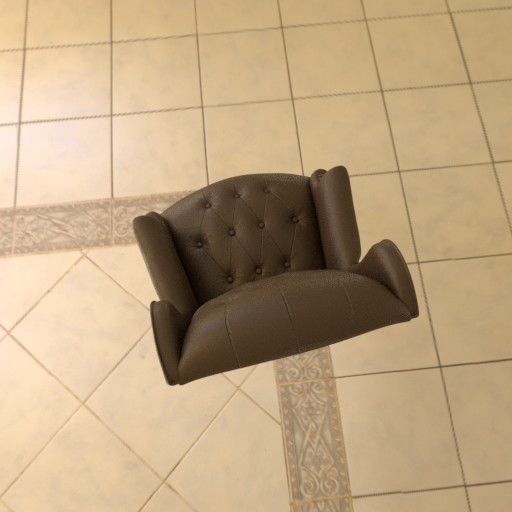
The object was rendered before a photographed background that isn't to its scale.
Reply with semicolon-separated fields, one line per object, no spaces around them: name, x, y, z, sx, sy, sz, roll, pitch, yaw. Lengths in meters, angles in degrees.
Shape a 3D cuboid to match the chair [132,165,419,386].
chair;0.000;0.000;1.688;0.829;1.132;0.819;-15;75;-4
